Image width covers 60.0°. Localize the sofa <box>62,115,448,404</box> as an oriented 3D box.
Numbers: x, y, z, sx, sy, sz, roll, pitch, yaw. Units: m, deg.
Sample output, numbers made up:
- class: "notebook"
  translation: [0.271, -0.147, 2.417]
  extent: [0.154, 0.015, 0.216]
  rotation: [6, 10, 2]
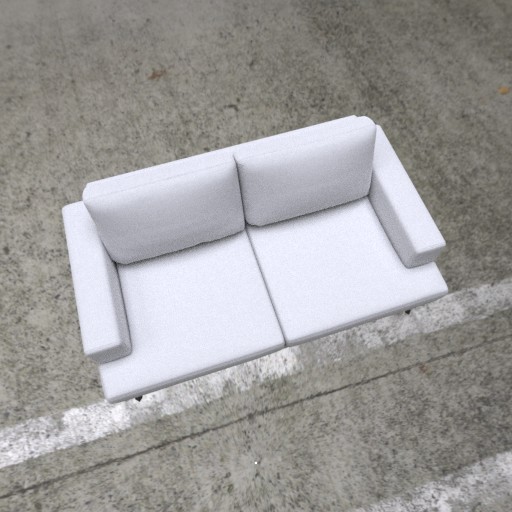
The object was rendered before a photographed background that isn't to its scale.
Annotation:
- class: "sofa"
  translation: [0.000, 0.000, 2.157]
  extent: [1.650, 0.810, 0.920]
  rotation: [-16, 66, -7]
